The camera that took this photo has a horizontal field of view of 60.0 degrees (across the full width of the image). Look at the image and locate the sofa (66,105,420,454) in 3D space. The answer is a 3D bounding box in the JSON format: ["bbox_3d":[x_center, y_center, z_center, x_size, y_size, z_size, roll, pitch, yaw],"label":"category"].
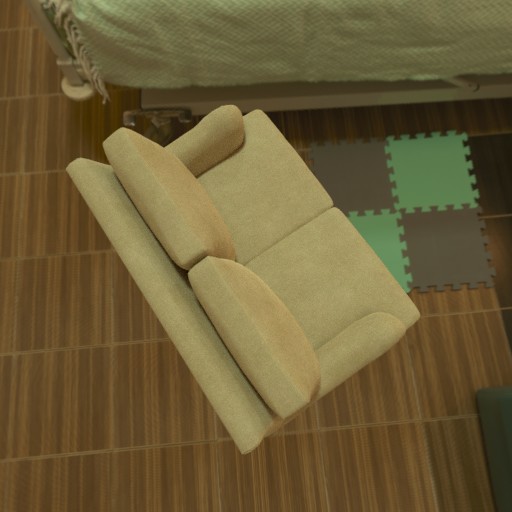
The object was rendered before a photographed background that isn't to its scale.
[{"bbox_3d":[0.000,0.000,2.308,1.086,1.087,1.498,-33,77,-9],"label":"sofa"}]
